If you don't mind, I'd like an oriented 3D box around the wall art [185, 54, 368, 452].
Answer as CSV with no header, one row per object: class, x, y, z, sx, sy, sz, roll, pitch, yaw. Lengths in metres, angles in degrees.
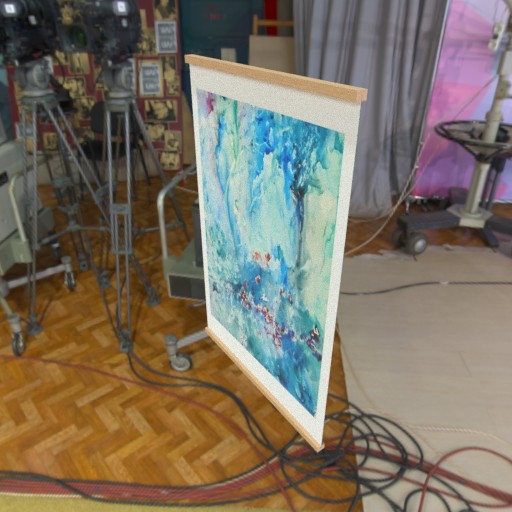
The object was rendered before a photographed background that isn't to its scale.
wall art,0.000,0.000,0.777,0.016,0.611,0.401,-20,36,-30
